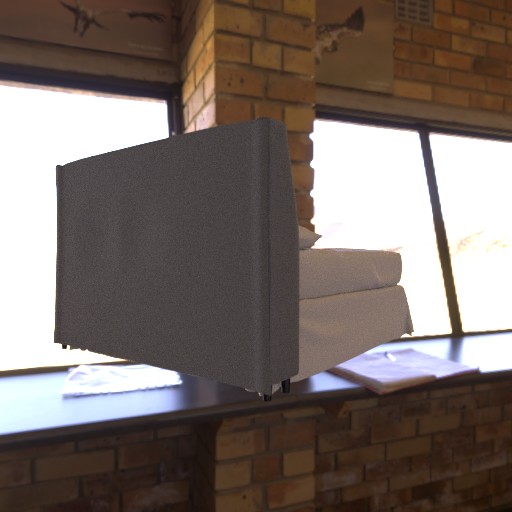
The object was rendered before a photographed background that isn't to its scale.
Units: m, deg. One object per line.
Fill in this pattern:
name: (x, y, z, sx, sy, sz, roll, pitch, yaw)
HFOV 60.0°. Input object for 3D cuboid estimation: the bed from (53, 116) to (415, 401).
bed: (0.000, 0.000, 3.467, 1.925, 1.332, 2.276, 0, 1, 38)
